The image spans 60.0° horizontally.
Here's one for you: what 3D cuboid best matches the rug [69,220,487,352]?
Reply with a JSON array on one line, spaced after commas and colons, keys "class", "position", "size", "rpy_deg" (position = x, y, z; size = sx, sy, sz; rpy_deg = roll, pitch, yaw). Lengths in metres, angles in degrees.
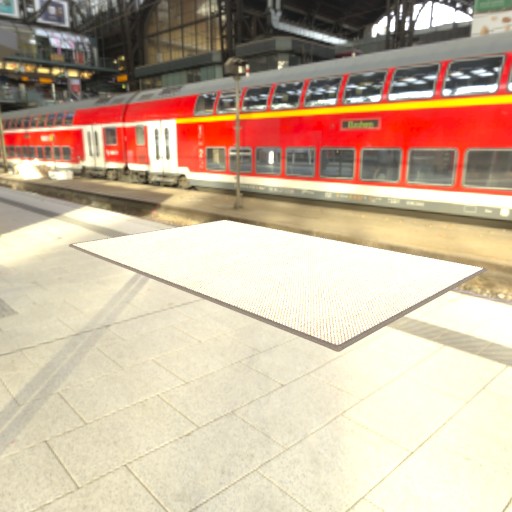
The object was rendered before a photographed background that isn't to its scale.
[{"class": "rug", "position": [0.000, 0.000, 2.061], "size": [1.067, 0.013, 1.676], "rpy_deg": [-14, 20, -43]}]
